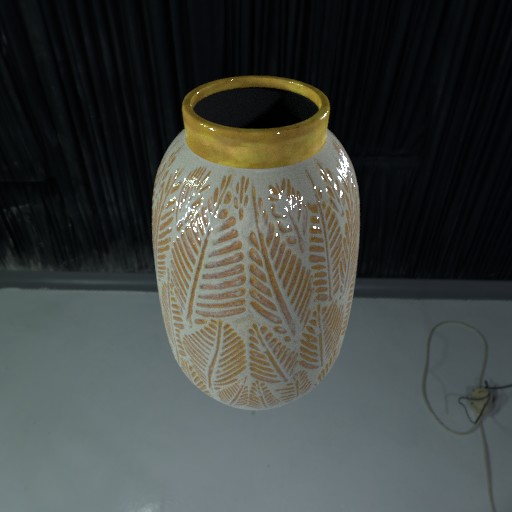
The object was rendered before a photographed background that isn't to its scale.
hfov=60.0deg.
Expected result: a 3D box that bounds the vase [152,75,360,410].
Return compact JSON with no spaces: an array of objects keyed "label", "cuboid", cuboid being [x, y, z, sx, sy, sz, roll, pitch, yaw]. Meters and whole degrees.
[{"label":"vase","cuboid":[0.000,0.000,0.378,0.172,0.270,0.172,0,41,0]}]
